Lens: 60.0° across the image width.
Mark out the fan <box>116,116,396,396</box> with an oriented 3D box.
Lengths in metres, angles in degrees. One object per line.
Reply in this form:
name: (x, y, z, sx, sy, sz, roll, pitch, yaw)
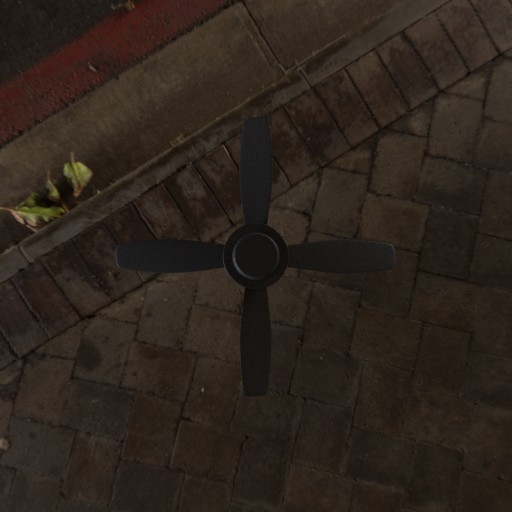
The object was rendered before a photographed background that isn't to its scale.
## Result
fan: (0.000, 0.000, 2.586, 1.694, 0.382, 1.694, 0, 89, 0)
